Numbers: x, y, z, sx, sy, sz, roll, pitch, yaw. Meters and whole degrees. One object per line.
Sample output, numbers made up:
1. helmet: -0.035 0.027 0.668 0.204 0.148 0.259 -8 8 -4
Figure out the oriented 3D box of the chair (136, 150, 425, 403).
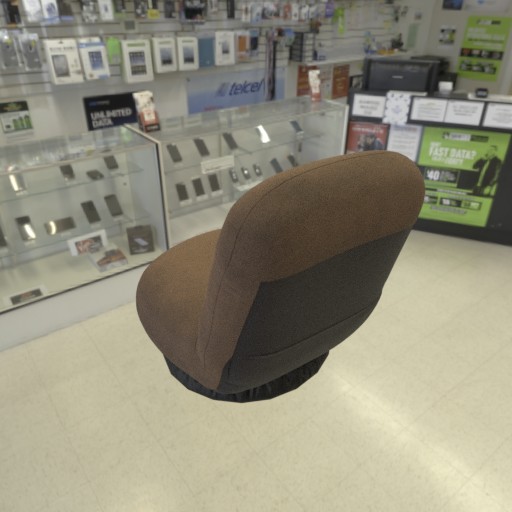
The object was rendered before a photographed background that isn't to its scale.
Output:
1. chair: 0.000 0.000 1.025 0.521 0.594 0.597 -20 36 -29
